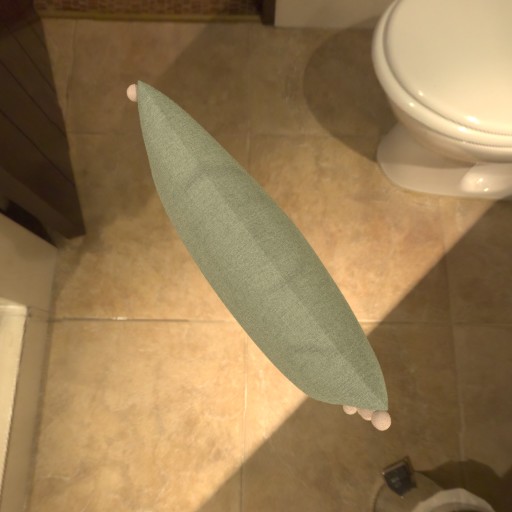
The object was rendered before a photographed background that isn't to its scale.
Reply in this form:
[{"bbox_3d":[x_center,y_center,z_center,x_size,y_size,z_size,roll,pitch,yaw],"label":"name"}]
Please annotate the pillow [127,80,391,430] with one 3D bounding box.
[{"bbox_3d":[0.000,0.000,0.833,0.201,0.322,0.709,-35,79,-8],"label":"pillow"}]
